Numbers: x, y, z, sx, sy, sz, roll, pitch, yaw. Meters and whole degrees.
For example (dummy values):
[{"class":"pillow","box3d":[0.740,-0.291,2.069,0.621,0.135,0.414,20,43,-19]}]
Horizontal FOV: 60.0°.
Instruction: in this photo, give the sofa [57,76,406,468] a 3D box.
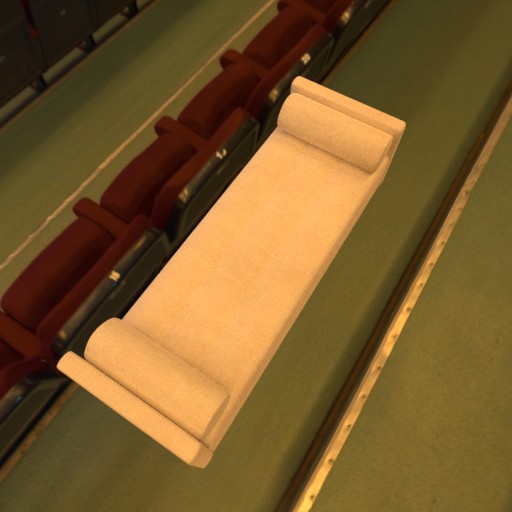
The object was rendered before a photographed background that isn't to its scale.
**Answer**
[{"class":"sofa","box3d":[0.000,0.000,2.355,0.686,0.635,1.981,29,67,14]}]
